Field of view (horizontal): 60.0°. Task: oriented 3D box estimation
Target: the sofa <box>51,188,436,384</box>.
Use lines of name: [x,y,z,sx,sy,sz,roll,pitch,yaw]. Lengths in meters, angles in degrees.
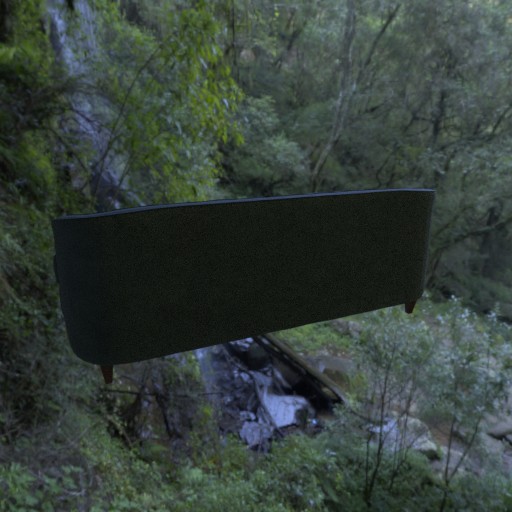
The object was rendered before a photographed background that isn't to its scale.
sofa: [0.000,0.000,2.755,2.278,0.855,0.941,-8,17,-25]
